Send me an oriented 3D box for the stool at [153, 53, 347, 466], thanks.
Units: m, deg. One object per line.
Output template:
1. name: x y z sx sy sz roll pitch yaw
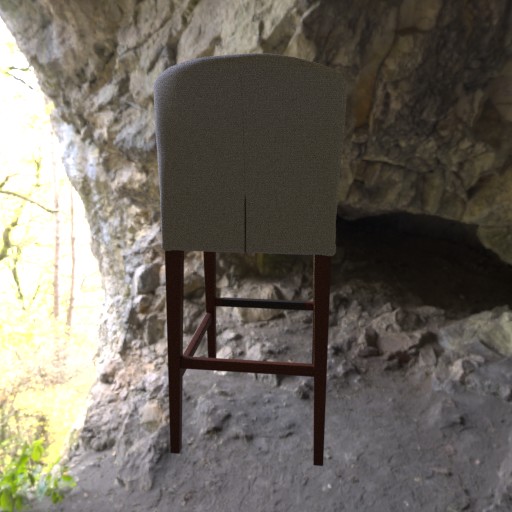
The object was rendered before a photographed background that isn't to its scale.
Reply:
1. stool: 0.000 0.000 1.367 0.481 1.069 0.568 2 16 7
